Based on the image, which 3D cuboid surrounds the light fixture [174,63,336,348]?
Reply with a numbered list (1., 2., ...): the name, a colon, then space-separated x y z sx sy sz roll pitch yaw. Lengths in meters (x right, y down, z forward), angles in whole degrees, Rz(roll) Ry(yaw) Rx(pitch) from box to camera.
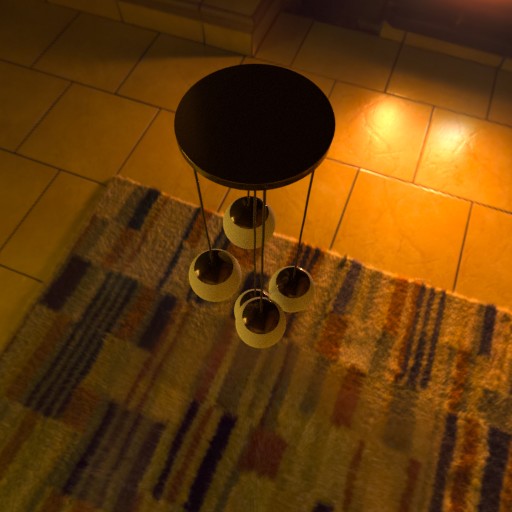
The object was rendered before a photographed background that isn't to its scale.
1. light fixture: 0.000 0.000 1.512 0.484 1.271 0.489 1 63 1
